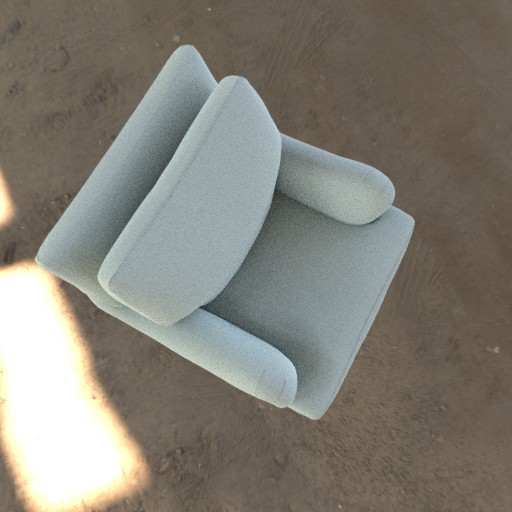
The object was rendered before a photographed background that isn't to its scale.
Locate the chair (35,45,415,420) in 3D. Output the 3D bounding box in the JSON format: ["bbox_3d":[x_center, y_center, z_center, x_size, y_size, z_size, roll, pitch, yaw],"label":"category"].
[{"bbox_3d":[0.000,0.000,1.801,1.070,1.038,0.955,28,78,7],"label":"chair"}]
